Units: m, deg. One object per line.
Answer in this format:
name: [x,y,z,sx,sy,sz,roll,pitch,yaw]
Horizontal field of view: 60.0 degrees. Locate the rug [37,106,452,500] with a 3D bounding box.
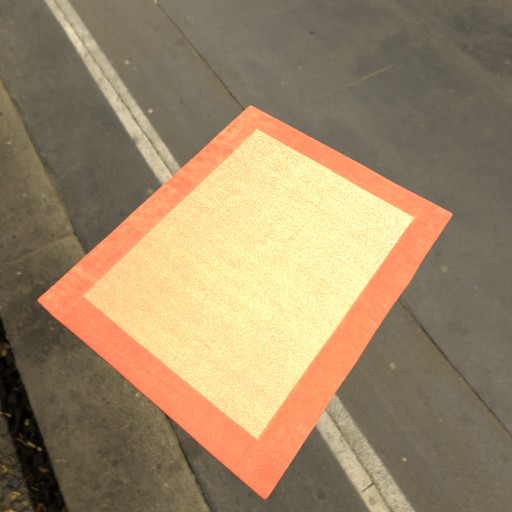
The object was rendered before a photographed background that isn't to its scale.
rug: [0.000,0.000,3.959,2.430,0.018,2.976,34,66,17]
